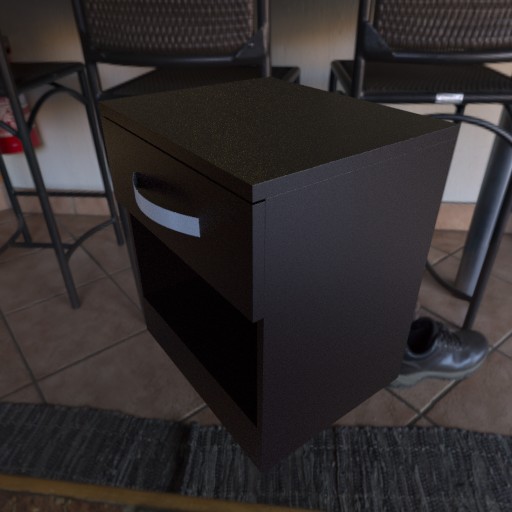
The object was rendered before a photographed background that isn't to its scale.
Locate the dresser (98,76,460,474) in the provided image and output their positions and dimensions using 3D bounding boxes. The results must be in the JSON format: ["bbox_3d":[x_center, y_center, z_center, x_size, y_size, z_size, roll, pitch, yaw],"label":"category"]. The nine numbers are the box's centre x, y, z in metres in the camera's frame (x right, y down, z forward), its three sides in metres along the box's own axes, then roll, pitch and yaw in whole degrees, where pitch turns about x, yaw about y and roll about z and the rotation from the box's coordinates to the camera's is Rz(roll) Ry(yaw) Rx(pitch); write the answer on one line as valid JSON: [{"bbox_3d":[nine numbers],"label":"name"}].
[{"bbox_3d":[0.000,0.000,0.743,0.360,0.470,0.400,-22,38,-30],"label":"dresser"}]
